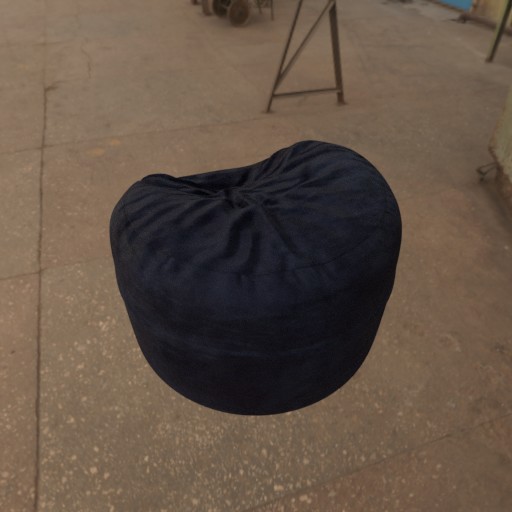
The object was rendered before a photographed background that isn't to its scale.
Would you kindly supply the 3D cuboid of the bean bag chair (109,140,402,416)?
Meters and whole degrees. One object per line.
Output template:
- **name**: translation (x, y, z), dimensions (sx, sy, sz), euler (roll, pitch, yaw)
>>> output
- **bean bag chair**: translation (0.000, 0.000, 1.514), dimensions (0.918, 0.616, 0.918), euler (0, 41, 0)
